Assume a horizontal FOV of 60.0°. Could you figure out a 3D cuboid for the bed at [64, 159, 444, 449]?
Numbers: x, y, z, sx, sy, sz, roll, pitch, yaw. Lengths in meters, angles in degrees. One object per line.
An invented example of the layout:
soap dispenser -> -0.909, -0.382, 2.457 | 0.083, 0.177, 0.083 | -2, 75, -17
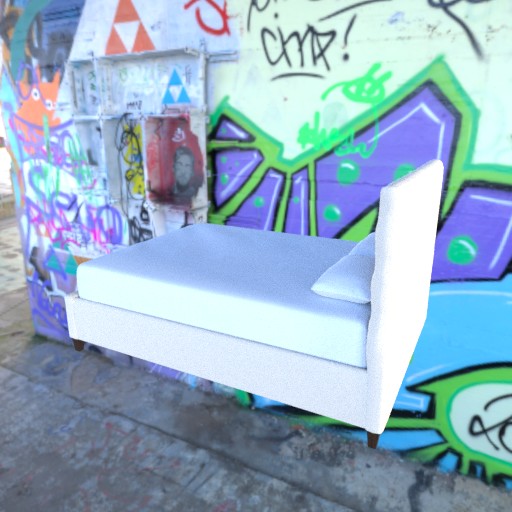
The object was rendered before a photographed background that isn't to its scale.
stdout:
bed -> 0.000, 0.000, 3.411 | 2.387, 1.427, 1.698 | 9, 19, 27
